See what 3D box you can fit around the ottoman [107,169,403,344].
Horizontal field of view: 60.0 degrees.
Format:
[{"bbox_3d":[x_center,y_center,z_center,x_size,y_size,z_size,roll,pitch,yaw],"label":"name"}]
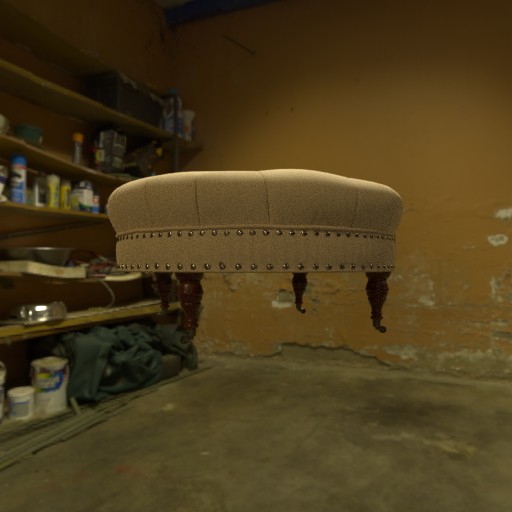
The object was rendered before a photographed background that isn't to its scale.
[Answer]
[{"bbox_3d":[0.000,0.000,1.415,0.901,0.439,0.901,0,-1,0],"label":"ottoman"}]
